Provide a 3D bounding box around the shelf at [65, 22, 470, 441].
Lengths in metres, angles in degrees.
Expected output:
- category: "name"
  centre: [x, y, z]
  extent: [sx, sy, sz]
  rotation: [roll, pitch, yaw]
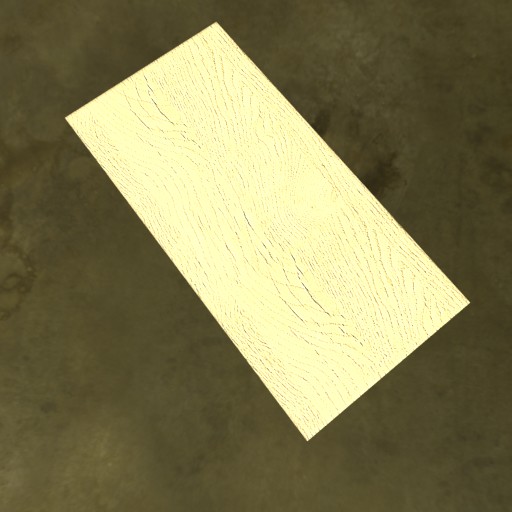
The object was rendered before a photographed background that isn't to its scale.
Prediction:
- category: "shelf"
  centre: [0.000, 0.000, 1.250]
  extent: [0.390, 0.786, 0.790]
  rotation: [-37, 78, -9]
